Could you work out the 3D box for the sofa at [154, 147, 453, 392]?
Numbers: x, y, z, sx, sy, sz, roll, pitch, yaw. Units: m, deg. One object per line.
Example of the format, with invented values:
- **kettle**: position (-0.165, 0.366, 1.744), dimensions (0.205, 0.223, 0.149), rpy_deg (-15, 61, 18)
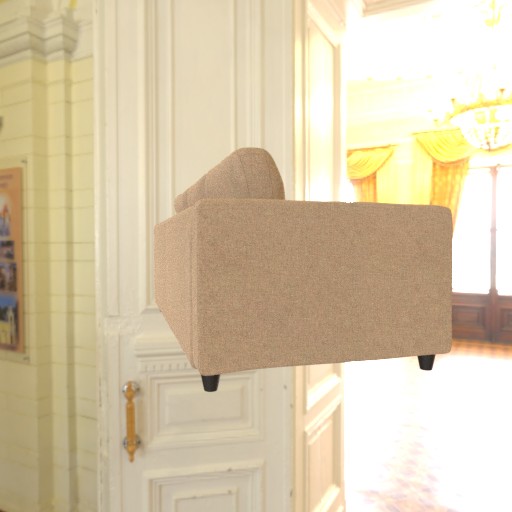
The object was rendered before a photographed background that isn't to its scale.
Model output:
- **sofa**: position (0.000, 0.000, 2.328), dimensions (0.930, 0.800, 1.855), rpy_deg (0, 2, -17)
